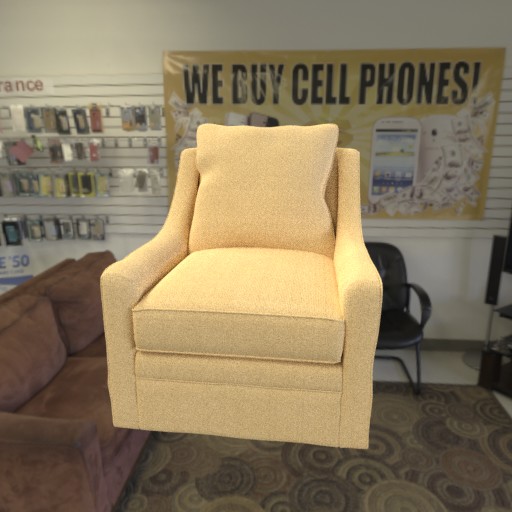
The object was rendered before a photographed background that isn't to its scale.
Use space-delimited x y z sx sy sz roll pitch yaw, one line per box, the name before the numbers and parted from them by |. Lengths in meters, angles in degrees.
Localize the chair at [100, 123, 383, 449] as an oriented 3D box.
chair | 0.000 0.000 1.578 0.760 0.927 0.876 2 15 7
